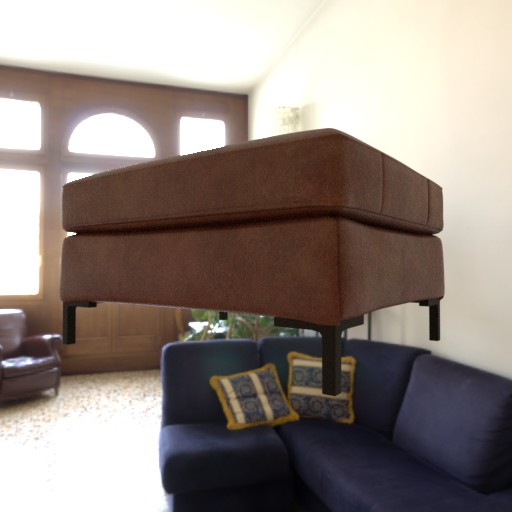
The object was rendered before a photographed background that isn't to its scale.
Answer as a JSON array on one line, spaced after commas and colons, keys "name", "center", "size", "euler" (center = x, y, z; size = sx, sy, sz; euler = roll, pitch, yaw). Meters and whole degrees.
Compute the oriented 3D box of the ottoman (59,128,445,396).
[{"name": "ottoman", "center": [0.000, 0.000, 1.726], "size": [1.186, 0.667, 0.965], "euler": [-1, -1, 36]}]
